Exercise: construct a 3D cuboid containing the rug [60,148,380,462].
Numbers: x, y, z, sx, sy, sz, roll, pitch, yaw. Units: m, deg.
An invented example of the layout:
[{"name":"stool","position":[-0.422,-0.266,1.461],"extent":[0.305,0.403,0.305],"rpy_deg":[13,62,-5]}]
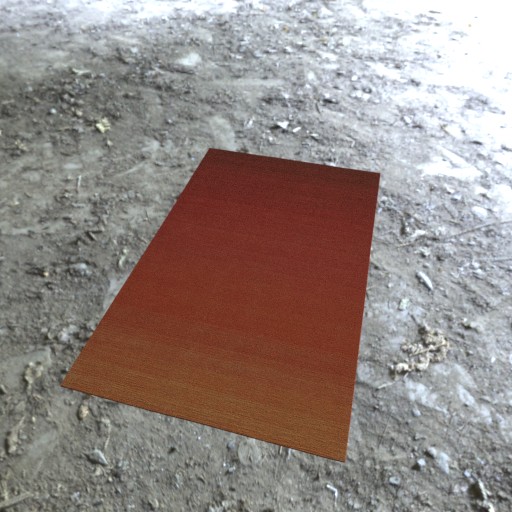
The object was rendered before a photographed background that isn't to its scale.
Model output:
[{"name":"rug","position":[0.000,0.000,3.065],"extent":[1.531,0.010,2.442],"rpy_deg":[11,47,10]}]
